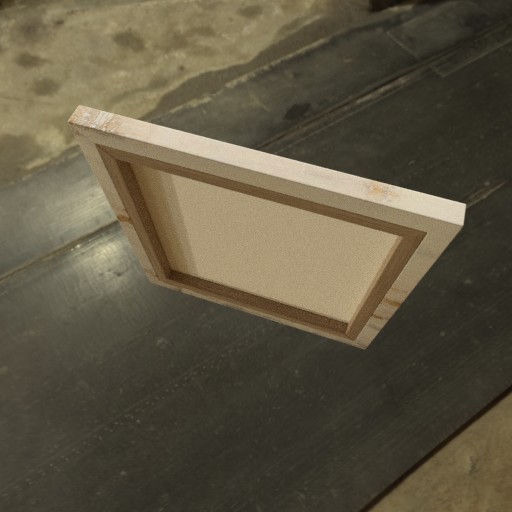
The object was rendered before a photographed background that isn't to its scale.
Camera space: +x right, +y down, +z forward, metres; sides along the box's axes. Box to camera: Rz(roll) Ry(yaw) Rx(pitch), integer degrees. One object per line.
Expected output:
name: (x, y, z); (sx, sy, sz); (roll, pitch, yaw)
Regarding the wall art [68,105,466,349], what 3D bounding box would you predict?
wall art: (0.000, 0.000, 0.930); (0.611, 0.613, 0.040); (16, 64, 8)
